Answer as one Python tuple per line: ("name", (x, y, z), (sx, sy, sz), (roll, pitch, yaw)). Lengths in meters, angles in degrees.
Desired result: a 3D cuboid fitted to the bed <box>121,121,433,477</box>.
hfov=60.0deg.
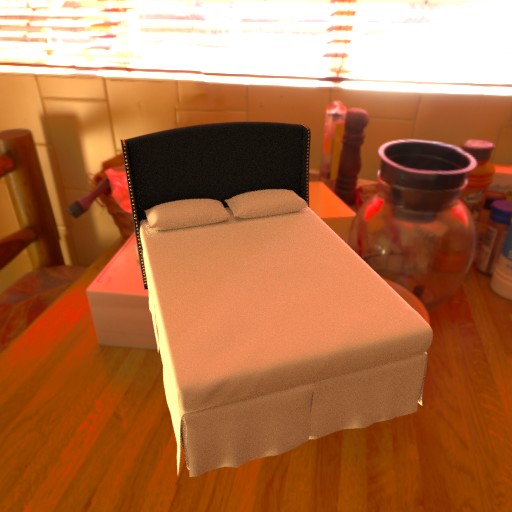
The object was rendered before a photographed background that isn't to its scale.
("bed", (0.000, 0.000, 3.200), (1.604, 1.402, 2.223), (-9, 32, -15))
